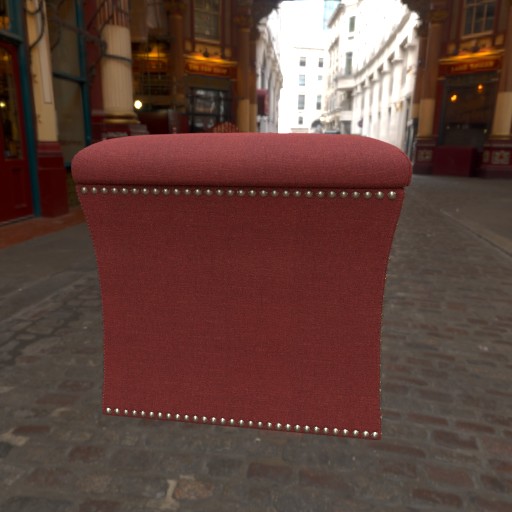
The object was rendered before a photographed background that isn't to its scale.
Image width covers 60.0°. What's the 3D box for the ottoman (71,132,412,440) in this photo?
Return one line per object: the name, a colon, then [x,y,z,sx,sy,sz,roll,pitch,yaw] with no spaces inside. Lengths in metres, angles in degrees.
ottoman: [0.000,0.000,0.886,0.497,0.475,0.507,2,15,8]
